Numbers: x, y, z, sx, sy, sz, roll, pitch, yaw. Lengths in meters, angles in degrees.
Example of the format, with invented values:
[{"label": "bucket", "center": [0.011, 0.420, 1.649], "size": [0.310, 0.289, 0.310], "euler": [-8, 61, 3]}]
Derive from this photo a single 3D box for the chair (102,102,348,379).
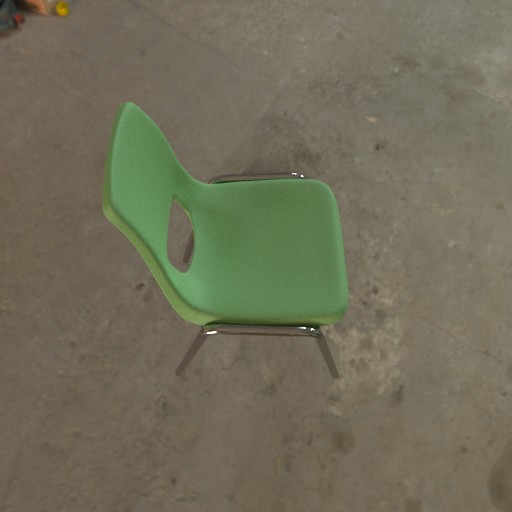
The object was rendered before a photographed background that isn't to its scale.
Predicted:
[{"label": "chair", "center": [0.000, 0.000, 0.951], "size": [0.436, 0.704, 0.381], "euler": [-1, 63, 0]}]
